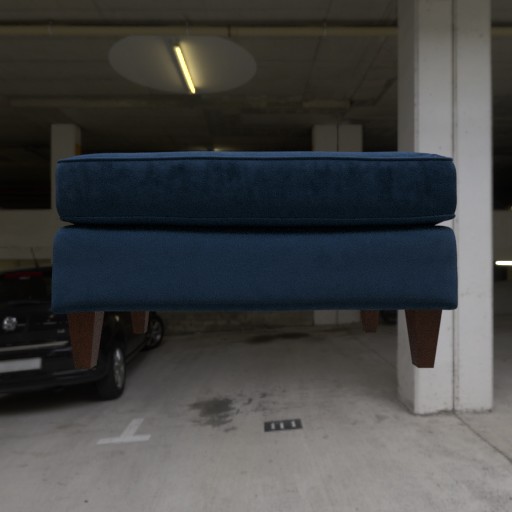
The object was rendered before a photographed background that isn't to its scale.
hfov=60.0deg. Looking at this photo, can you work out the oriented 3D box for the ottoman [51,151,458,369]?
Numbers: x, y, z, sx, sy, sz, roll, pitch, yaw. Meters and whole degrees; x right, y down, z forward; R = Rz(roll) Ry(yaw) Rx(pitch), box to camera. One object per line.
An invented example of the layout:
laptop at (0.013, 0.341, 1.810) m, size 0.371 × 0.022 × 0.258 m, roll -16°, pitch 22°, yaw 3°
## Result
ottoman at (0.000, 0.000, 1.192) m, size 0.862 × 0.484 × 0.583 m, roll 0°, pitch 0°, yaw -1°
